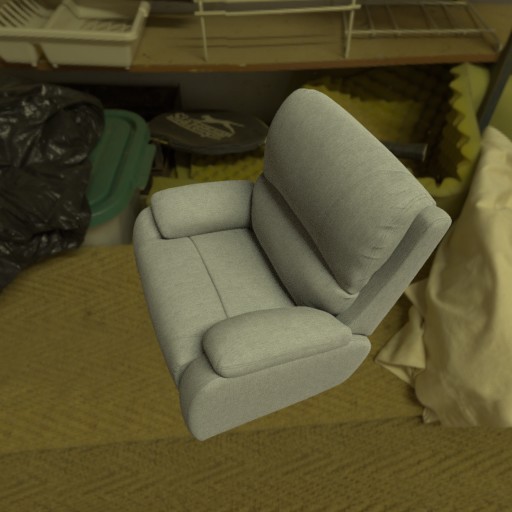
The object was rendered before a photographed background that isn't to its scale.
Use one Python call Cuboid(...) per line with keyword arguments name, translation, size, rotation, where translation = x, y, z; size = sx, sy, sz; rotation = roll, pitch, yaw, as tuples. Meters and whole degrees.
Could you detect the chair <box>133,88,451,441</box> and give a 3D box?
Cuboid(name="chair", translation=(0.000, 0.000, 1.734), size=(0.899, 1.011, 0.930), rotation=(-17, 50, -15))
